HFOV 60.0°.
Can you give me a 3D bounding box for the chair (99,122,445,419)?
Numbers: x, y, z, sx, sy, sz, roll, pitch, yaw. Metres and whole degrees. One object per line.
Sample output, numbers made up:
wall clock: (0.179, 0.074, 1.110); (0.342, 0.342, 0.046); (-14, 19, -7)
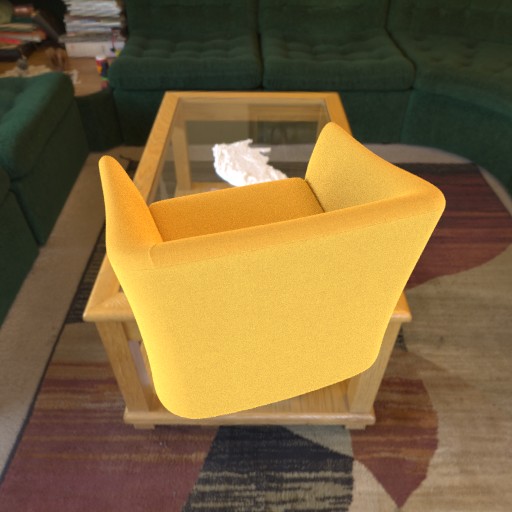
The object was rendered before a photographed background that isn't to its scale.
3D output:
chair: (0.000, 0.000, 1.332); (0.790, 0.720, 0.700); (-12, 44, -13)
